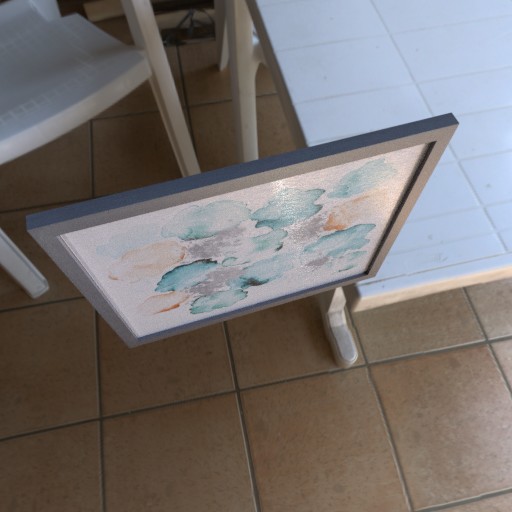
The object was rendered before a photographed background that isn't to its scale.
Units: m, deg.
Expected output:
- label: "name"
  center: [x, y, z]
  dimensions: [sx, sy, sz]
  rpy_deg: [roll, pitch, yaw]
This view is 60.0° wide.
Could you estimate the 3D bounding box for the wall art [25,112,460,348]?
- label: "wall art"
  center: [0.000, 0.000, 0.899]
  dimensions: [0.660, 0.558, 0.026]
  rpy_deg: [-15, 63, -8]
